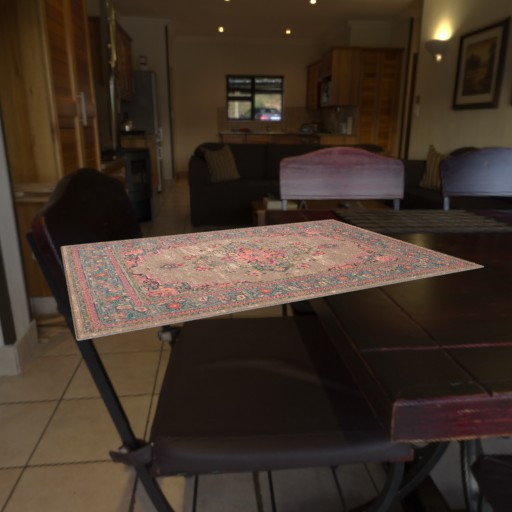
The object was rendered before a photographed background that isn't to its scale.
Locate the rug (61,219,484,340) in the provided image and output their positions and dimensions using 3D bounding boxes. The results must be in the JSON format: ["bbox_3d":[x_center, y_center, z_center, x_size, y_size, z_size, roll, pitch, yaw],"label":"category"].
[{"bbox_3d":[0.000,0.000,3.647,2.890,0.013,2.005,-7,18,-24],"label":"rug"}]
